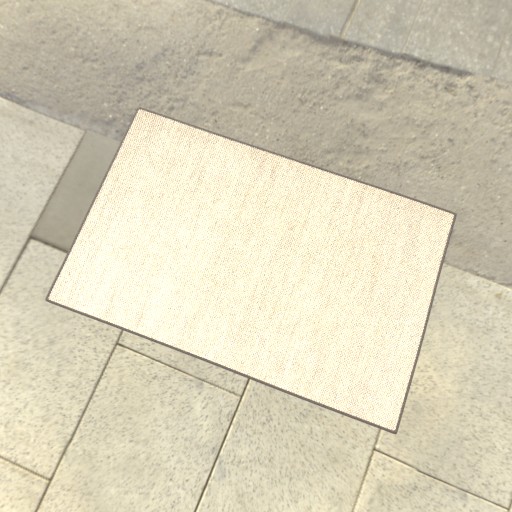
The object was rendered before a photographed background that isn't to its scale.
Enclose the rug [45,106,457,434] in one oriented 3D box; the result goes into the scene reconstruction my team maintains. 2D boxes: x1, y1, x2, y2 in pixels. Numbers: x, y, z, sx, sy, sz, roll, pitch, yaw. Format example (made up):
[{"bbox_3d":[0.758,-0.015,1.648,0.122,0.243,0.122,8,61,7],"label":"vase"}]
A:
[{"bbox_3d":[0.000,0.000,2.080,1.676,0.013,1.067,20,77,5],"label":"rug"}]
